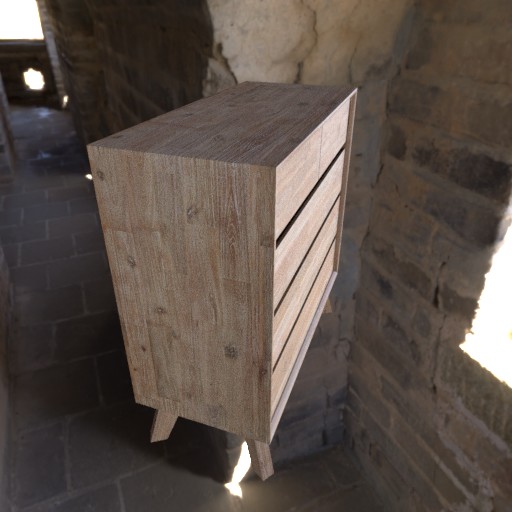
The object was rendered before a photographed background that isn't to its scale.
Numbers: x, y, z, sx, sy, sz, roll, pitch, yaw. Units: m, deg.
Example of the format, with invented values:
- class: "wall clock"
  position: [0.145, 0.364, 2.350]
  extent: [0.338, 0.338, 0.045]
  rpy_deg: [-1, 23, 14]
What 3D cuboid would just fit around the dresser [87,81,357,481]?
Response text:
- class: "dresser"
  position: [0.000, 0.000, 1.602]
  extent: [0.455, 1.029, 0.998]
  rpy_deg: [10, 31, 17]
